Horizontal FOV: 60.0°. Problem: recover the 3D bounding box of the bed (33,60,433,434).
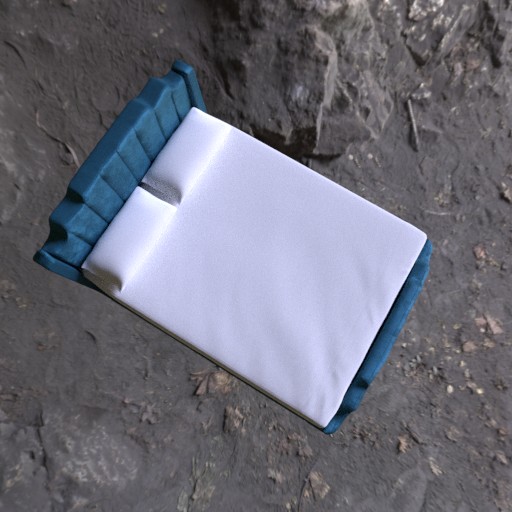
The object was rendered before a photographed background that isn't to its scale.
[{"bbox_3d":[0.000,0.000,3.277,2.322,1.338,1.678,30,79,6],"label":"bed"}]
